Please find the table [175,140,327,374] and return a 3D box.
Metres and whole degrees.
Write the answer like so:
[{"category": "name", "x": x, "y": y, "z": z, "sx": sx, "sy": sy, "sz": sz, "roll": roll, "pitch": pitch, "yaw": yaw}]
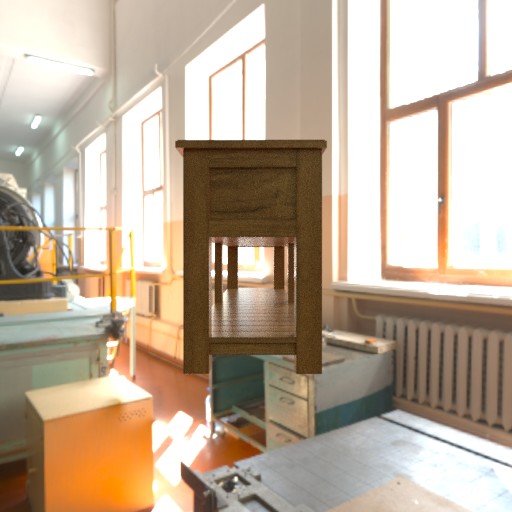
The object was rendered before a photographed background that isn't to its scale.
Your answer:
[{"category": "table", "x": 0.000, "y": 0.000, "z": 2.099, "sx": 0.425, "sy": 0.635, "sz": 1.815, "roll": 0, "pitch": 0, "yaw": 0}]
